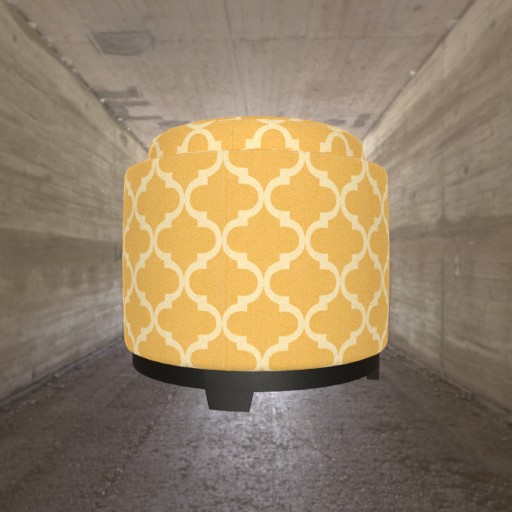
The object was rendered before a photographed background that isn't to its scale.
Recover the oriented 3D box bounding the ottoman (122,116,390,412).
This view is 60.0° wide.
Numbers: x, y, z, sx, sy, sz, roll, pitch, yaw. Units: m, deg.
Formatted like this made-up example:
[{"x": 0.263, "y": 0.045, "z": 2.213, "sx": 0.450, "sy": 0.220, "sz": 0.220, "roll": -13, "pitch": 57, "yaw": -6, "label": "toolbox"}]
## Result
[{"x": 0.000, "y": 0.000, "z": 0.832, "sx": 0.480, "sy": 0.429, "sz": 0.480, "roll": 0, "pitch": 0, "yaw": 0, "label": "ottoman"}]
